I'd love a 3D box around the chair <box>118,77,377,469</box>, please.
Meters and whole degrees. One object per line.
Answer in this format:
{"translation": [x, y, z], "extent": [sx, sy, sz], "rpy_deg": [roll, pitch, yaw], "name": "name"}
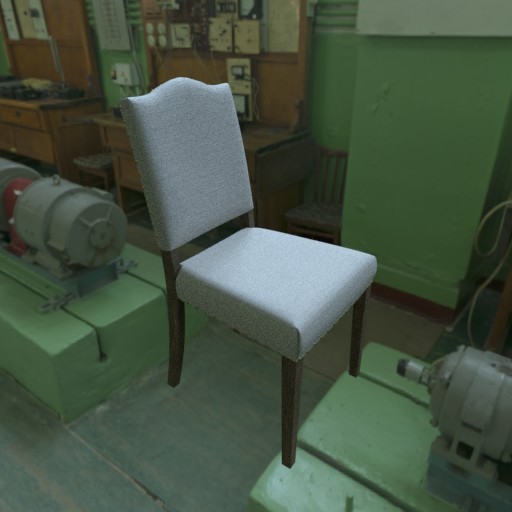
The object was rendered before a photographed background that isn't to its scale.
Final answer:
{"translation": [0.000, 0.000, 1.398], "extent": [0.620, 1.020, 0.508], "rpy_deg": [18, 32, 31], "name": "chair"}
